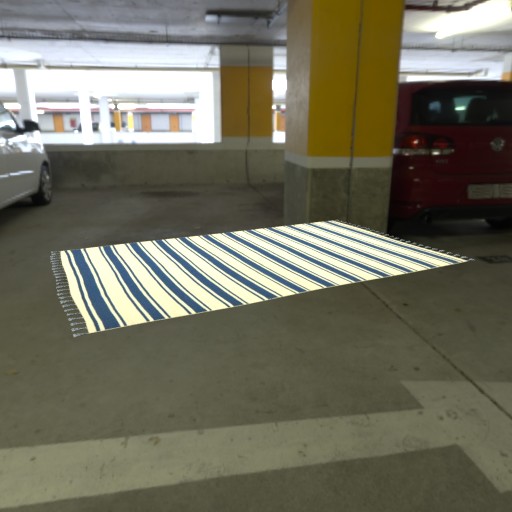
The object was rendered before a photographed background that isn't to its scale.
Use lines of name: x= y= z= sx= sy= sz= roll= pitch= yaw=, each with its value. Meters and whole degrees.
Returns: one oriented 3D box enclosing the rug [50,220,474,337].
rug: x=0.000 y=0.000 z=2.531 sx=2.108 sy=0.009 sz=1.248 roll=-8 pitch=18 yaw=-26
